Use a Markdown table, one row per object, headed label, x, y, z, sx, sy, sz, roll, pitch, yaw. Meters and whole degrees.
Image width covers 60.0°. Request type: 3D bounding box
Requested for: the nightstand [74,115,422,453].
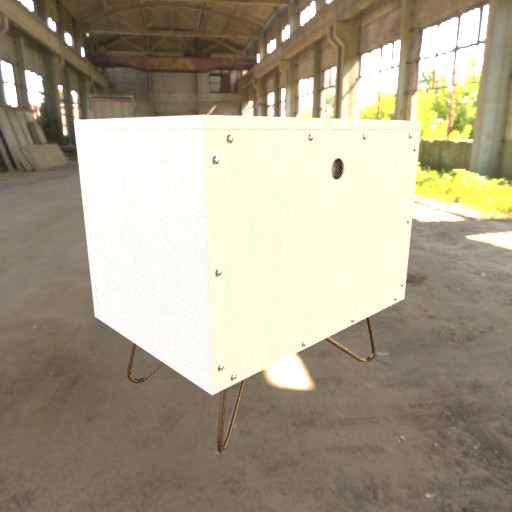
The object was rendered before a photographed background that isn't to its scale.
| label | x | y | z | sx | sy | sz | roll | pitch | yaw |
| --- | --- | --- | --- | --- | --- | --- | --- | --- | --- |
| nightstand | 0.000 | 0.000 | 1.033 | 0.614 | 0.604 | 0.447 | -15 | 21 | -42 |
